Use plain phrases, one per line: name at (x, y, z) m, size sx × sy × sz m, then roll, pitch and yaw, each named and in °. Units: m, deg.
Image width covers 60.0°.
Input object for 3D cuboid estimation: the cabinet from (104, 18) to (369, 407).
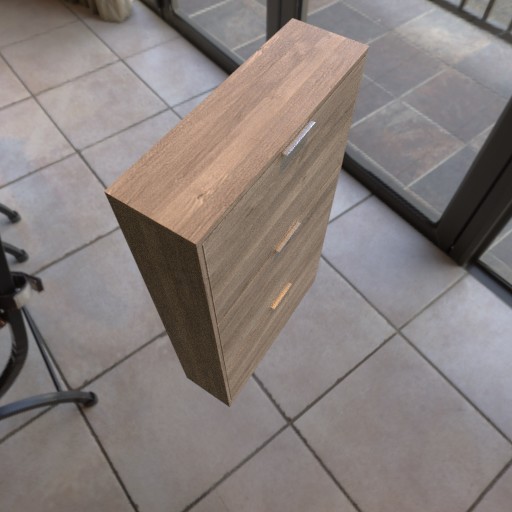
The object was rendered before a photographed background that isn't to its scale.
cabinet at (0.000, 0.000, 1.576) m, size 0.250 × 1.280 × 0.750 m, roll 29°, pitch 62°, yaw 17°
